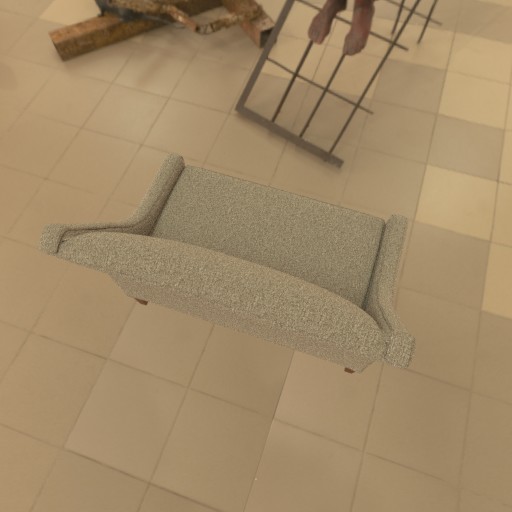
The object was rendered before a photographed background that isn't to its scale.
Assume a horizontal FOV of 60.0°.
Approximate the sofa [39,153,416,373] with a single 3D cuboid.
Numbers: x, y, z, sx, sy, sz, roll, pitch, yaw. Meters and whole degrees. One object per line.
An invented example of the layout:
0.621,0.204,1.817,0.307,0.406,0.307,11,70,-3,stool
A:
0.000,0.000,1.952,1.242,1.026,0.862,17,65,8,sofa
